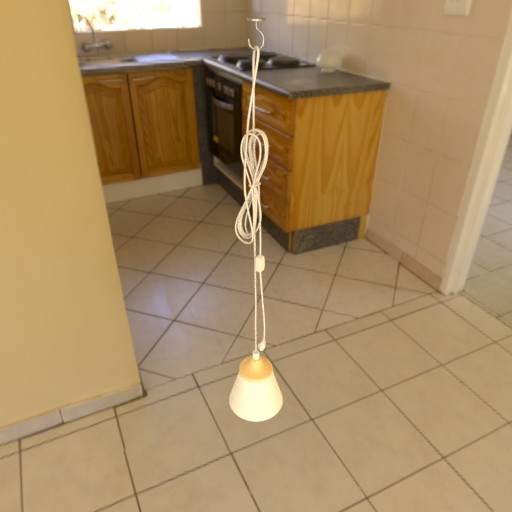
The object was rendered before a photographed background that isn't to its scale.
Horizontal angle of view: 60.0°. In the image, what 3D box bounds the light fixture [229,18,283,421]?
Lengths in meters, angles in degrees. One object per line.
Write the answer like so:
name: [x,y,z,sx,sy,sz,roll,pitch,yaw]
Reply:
light fixture: [0.000,0.000,1.021,0.153,0.966,0.153,-21,37,-30]
